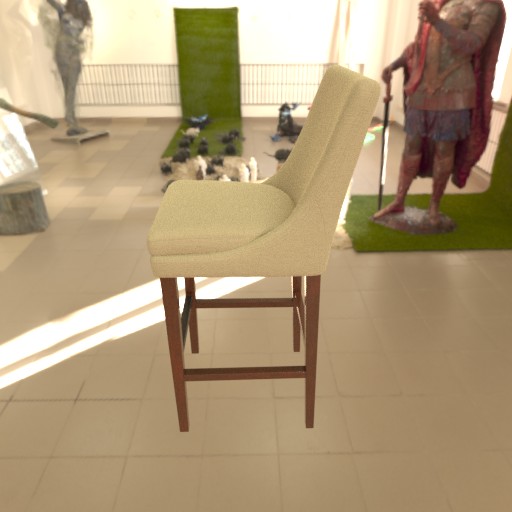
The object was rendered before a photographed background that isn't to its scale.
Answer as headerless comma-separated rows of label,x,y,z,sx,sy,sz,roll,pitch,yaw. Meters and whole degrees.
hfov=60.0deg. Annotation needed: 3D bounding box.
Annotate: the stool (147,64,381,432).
stool,0.000,0.000,1.393,0.577,1.078,0.470,-1,28,-2
